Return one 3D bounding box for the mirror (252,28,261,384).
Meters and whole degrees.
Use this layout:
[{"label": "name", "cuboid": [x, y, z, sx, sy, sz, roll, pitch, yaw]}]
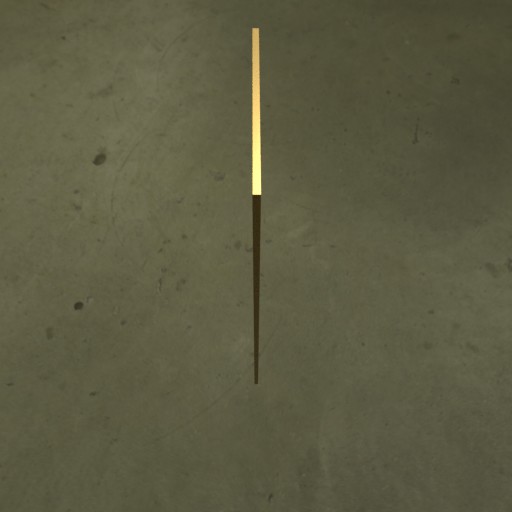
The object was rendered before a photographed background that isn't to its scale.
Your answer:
[{"label": "mirror", "cuboid": [0.000, 0.000, 2.358, 0.025, 2.031, 0.812, 0, 59, 0]}]
